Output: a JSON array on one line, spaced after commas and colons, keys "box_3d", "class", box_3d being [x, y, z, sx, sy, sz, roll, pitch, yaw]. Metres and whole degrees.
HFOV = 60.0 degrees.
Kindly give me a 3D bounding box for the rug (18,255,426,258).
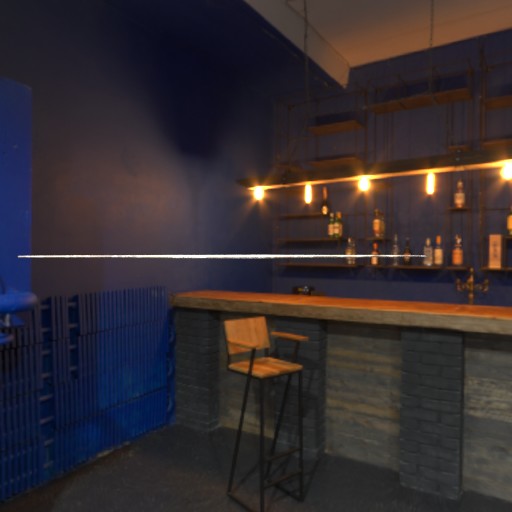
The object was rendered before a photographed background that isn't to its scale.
[{"box_3d": [0.000, 0.000, 2.720, 1.524, 0.013, 2.135, 0, 0, 34], "class": "rug"}]
